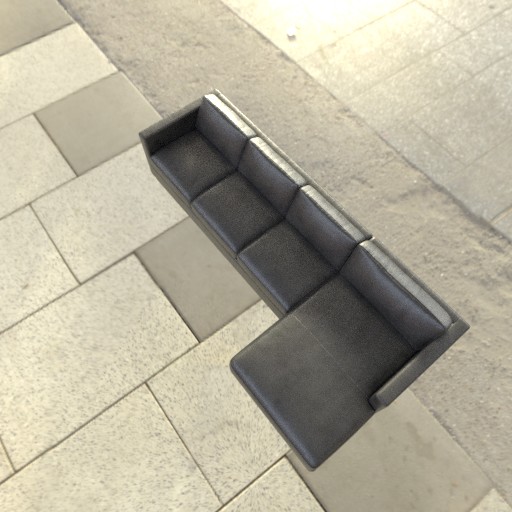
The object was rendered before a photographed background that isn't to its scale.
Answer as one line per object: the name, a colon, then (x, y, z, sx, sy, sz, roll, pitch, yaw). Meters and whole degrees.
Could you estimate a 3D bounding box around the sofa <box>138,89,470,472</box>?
sofa: (0.000, 0.000, 3.926, 1.581, 0.883, 3.203, -36, 69, -16)
